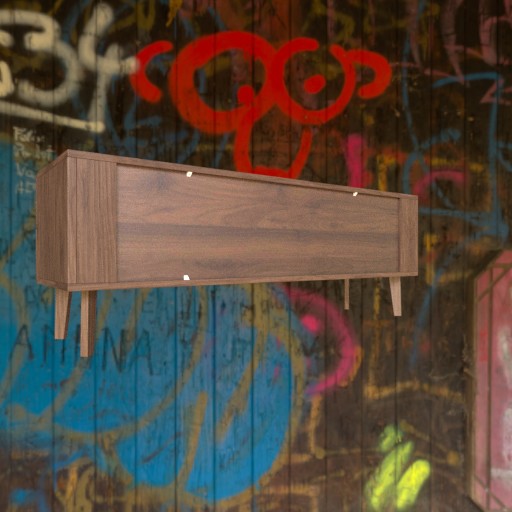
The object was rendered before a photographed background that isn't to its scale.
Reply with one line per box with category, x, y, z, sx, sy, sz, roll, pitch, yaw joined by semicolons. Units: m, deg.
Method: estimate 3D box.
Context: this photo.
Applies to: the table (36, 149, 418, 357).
table;0.000;0.000;1.624;1.397;0.508;0.405;0;0;-36
